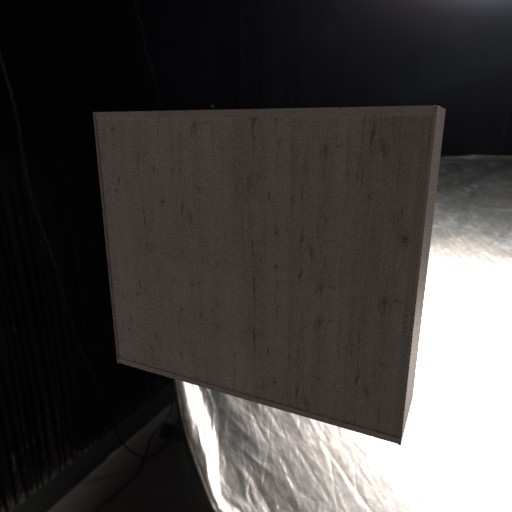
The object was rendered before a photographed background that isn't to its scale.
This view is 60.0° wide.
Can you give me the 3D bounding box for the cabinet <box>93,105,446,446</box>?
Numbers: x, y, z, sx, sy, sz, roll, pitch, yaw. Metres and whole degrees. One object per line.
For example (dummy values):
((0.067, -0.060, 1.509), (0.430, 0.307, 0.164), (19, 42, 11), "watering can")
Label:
((0.000, 0.000, 3.504), (2.500, 2.180, 0.660), (8, 18, 25), "cabinet")
